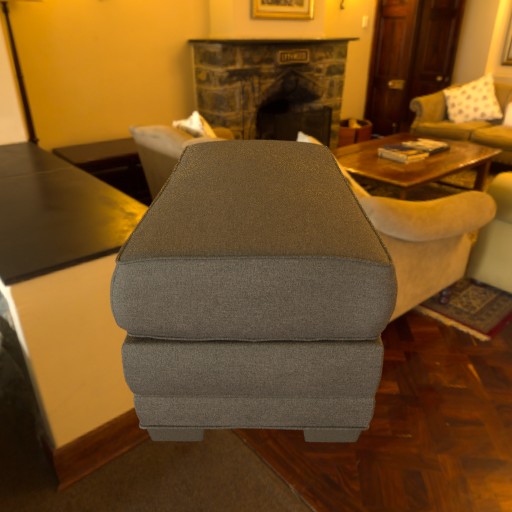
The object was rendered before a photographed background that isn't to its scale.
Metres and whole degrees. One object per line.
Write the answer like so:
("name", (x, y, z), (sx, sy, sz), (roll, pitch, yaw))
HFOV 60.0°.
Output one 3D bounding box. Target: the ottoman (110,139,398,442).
("ottoman", (0.000, 0.000, 1.158), (0.490, 0.448, 0.864), (0, 27, 0))
